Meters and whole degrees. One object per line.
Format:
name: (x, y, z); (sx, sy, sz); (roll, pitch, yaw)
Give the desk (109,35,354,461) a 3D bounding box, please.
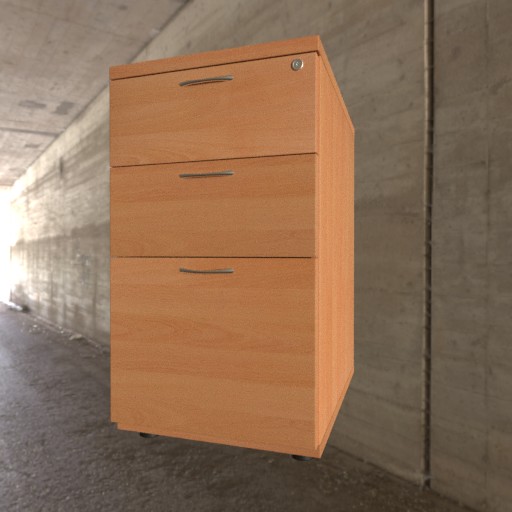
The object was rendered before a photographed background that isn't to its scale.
desk: (0.000, 0.000, 1.065); (0.404, 0.730, 0.600); (0, 1, 18)
